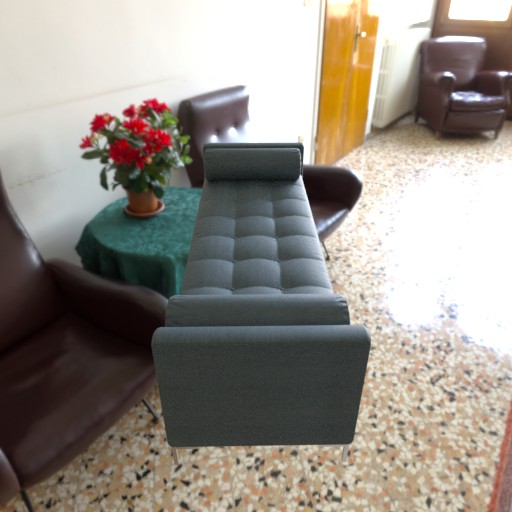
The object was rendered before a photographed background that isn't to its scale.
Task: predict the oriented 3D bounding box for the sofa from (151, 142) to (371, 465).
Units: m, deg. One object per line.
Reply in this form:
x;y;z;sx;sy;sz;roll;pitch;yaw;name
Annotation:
0.000;0.000;2.349;0.686;0.635;1.981;-1;32;-1;sofa
